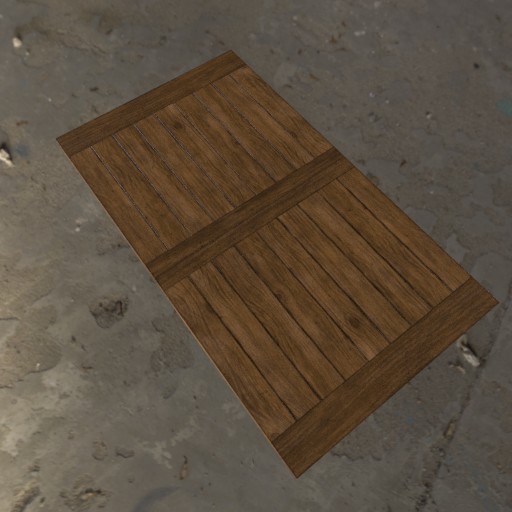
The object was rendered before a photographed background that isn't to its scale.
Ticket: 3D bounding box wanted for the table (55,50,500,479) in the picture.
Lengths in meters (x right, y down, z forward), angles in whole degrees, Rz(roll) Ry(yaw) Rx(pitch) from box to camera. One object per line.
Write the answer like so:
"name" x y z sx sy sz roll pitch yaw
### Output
"table" 0.000 0.000 2.080 0.931 0.757 1.641 -34 68 -16
